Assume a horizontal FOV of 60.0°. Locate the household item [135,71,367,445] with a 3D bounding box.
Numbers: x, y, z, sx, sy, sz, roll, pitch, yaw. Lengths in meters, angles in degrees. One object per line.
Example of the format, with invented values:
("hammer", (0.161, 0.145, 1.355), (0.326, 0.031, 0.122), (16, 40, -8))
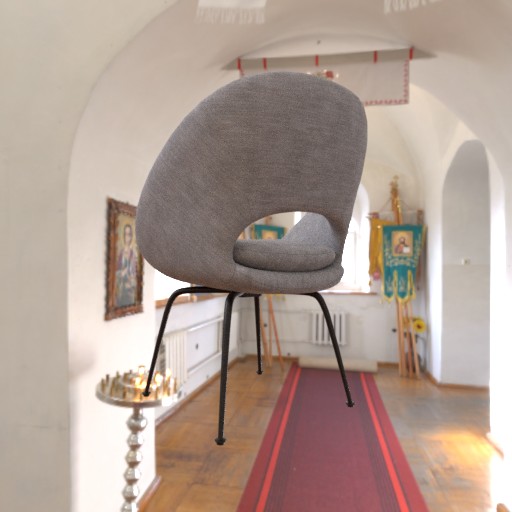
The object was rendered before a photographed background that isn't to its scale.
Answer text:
("household item", (0.000, 0.000, 1.295), (0.643, 0.869, 0.587), (0, 0, -36))
